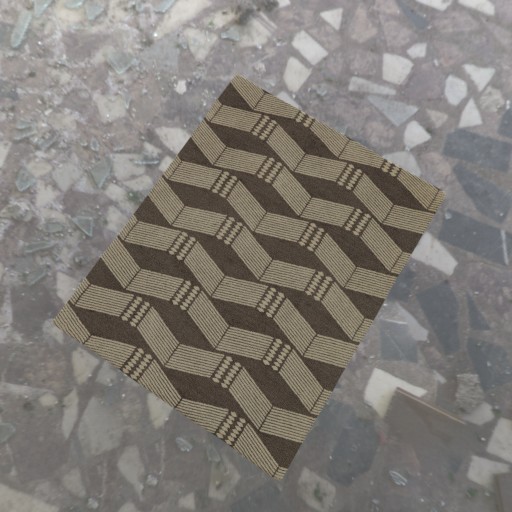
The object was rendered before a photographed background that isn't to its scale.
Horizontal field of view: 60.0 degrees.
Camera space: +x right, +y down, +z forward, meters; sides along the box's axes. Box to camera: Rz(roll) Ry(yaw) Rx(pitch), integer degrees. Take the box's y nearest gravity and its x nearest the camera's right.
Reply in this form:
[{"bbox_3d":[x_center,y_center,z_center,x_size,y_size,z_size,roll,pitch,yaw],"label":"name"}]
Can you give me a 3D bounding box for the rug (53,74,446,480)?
[{"bbox_3d":[0.000,0.000,4.145,2.438,0.016,3.048,32,79,7],"label":"rug"}]
